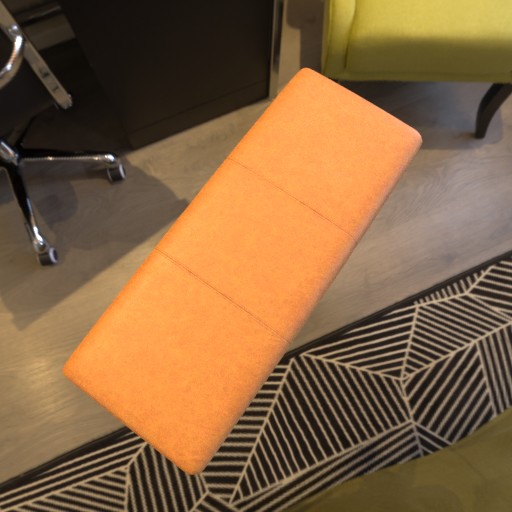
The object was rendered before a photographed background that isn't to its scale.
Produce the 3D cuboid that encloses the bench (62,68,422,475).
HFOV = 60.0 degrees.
[{"bbox_3d":[0.000,0.000,1.879,0.653,0.399,1.610,34,77,9],"label":"bench"}]
